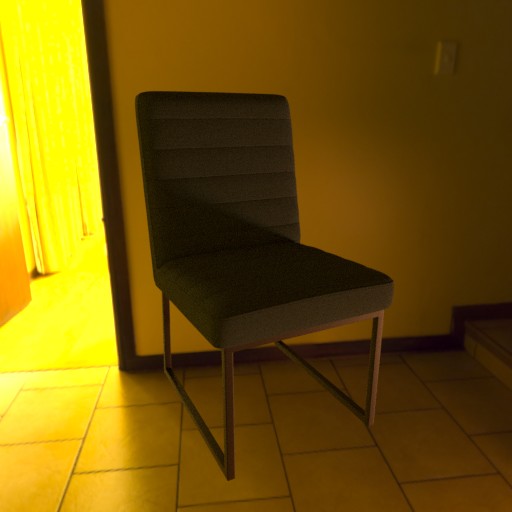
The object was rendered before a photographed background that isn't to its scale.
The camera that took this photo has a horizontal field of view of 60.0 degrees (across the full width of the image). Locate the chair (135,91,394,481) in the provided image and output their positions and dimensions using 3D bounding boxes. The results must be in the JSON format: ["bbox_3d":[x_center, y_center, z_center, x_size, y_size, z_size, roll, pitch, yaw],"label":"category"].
[{"bbox_3d":[0.000,0.000,1.306,0.520,0.930,0.634,-9,19,-26],"label":"chair"}]
